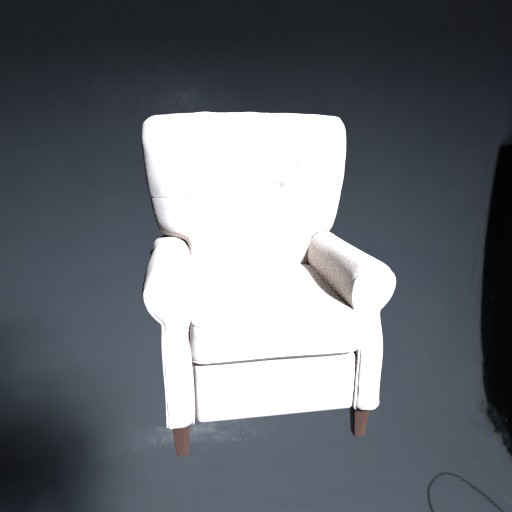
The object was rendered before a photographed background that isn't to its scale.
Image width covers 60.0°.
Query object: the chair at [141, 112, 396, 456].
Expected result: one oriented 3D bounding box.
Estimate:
[{"bbox_3d":[0.000,0.000,1.914,0.942,1.209,1.025,-2,16,-9],"label":"chair"}]
